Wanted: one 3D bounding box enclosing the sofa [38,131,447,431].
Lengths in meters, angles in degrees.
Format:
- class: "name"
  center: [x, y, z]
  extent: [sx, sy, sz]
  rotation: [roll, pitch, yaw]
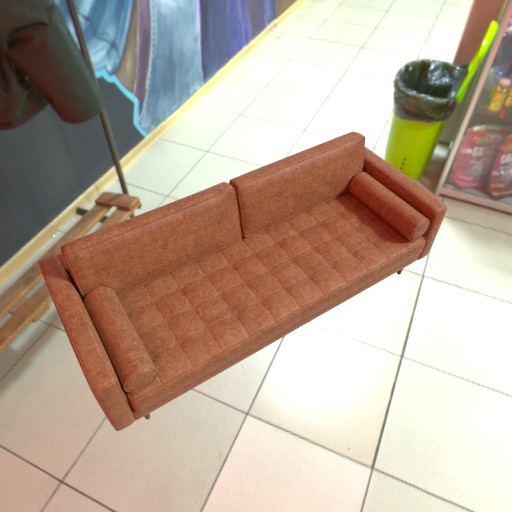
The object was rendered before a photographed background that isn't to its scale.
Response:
- class: "sofa"
  center: [0.000, 0.000, 2.627]
  extent: [2.200, 0.770, 0.919]
  rotation: [-25, 52, -21]
